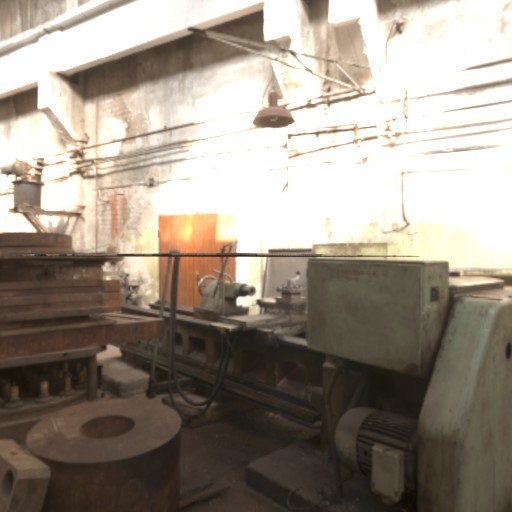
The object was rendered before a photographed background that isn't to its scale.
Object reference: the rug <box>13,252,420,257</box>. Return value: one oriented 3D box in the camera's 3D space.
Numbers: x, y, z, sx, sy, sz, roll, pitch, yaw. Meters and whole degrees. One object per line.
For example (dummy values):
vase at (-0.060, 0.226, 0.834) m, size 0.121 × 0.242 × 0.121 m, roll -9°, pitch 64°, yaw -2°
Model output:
rug at (0.000, 0.000, 2.944) m, size 1.513 × 0.008 × 2.423 m, roll 0°, pitch 0°, yaw 34°
